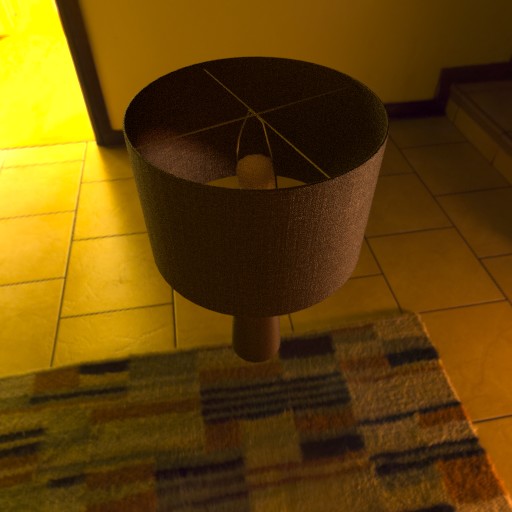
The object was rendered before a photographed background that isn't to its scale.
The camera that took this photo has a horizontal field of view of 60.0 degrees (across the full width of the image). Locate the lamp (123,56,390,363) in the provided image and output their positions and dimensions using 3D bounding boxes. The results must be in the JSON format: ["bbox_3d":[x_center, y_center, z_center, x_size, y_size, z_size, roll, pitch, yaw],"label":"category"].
[{"bbox_3d":[0.000,0.000,0.688,0.303,0.488,0.303,0,46,0],"label":"lamp"}]
